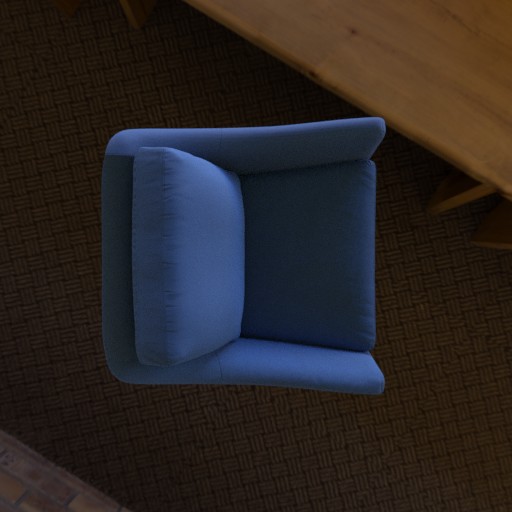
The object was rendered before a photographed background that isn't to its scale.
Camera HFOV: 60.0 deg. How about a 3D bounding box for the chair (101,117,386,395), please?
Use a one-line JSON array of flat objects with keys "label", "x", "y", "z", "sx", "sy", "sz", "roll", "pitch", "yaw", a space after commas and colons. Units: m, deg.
[{"label": "chair", "x": 0.000, "y": 0.000, "z": 1.711, "sx": 0.961, "sy": 0.899, "sz": 0.987, "roll": 0, "pitch": 91, "yaw": 0}]
